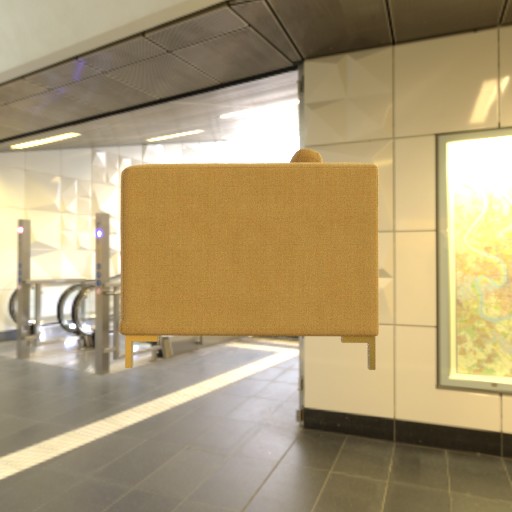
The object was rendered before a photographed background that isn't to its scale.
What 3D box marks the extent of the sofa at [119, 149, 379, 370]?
[{"bbox_3d":[0.000,0.000,2.831,0.969,0.867,2.415,0,-1,2],"label":"sofa"}]
